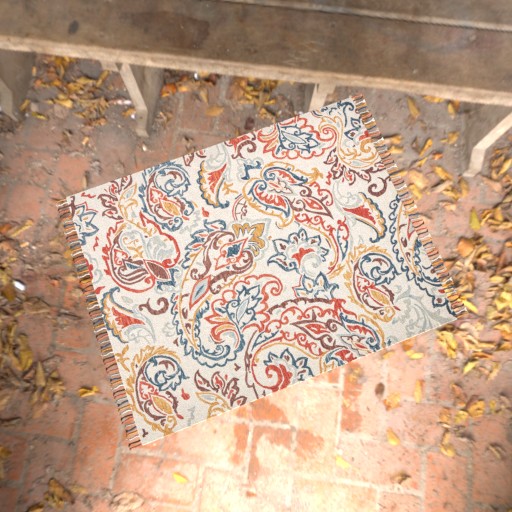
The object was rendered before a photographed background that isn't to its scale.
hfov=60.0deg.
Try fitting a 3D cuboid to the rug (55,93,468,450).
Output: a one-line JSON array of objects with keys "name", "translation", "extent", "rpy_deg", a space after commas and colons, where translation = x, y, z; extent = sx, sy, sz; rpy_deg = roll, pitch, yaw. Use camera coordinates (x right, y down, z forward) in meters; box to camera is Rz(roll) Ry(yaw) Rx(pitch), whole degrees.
[{"name": "rug", "translation": [0.000, 0.000, 4.211], "extent": [3.274, 0.015, 2.439], "rpy_deg": [-21, 78, -5]}]
